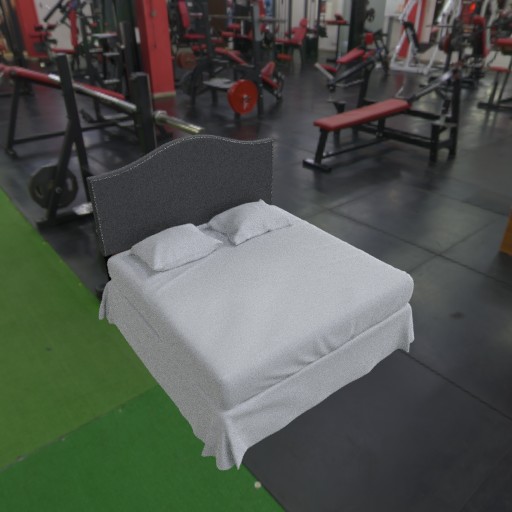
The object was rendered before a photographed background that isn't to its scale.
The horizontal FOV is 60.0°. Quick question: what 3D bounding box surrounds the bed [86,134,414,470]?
[{"bbox_3d":[0.000,0.000,3.860,2.314,1.651,2.219,-21,37,-31],"label":"bed"}]
